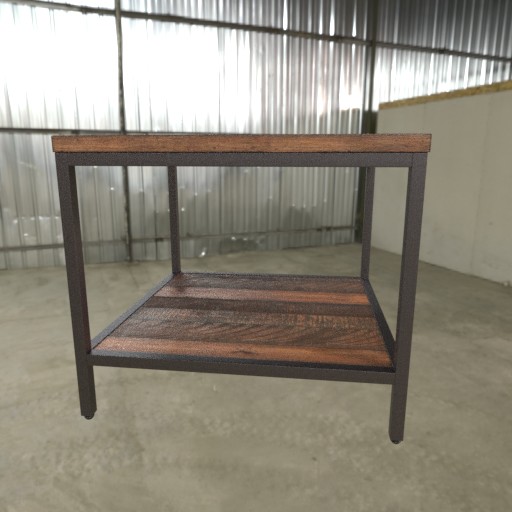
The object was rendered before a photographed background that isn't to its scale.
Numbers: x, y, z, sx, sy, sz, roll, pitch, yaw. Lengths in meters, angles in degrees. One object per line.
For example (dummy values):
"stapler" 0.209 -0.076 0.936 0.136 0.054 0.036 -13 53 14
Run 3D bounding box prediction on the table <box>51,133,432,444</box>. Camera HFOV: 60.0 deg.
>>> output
"table" 0.000 0.000 0.949 0.548 0.482 0.553 2 13 7
